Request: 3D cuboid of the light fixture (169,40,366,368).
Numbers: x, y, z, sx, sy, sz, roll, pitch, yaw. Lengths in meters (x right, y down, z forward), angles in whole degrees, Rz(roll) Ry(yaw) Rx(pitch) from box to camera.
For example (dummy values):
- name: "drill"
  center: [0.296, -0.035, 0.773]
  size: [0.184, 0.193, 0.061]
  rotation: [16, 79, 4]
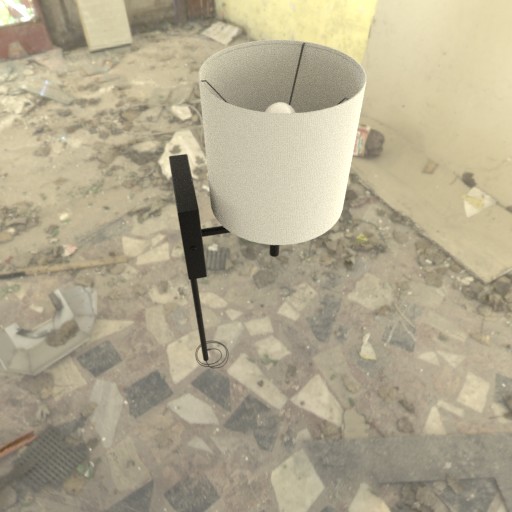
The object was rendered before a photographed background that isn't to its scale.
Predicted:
- name: "light fixture"
  center: [0.000, 0.000, 0.709]
  size: [0.248, 0.589, 0.188]
  rotation: [-9, 47, -9]
